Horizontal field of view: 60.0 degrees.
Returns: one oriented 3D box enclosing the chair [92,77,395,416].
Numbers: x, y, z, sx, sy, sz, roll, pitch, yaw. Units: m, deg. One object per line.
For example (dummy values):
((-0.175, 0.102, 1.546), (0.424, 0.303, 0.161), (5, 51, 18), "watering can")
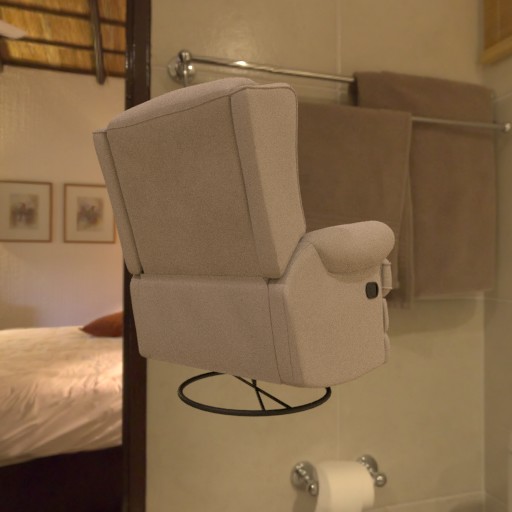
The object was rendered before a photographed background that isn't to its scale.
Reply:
((0.000, 0.000, 1.673), (0.847, 1.011, 0.969), (0, -1, 37), "chair")
